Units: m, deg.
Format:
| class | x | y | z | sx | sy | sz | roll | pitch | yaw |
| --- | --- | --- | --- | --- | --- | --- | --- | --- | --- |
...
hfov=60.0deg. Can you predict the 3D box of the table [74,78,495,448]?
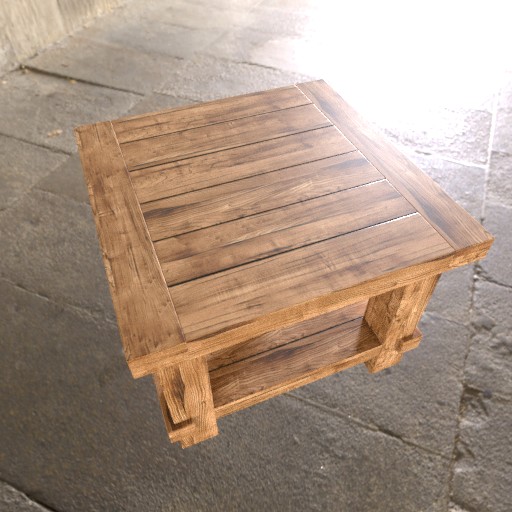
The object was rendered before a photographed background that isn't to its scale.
| class | x | y | z | sx | sy | sz | roll | pitch | yaw |
| --- | --- | --- | --- | --- | --- | --- | --- | --- | --- |
| table | 0.000 | 0.000 | 1.016 | 0.610 | 0.457 | 0.610 | -17 | 50 | -15 |
